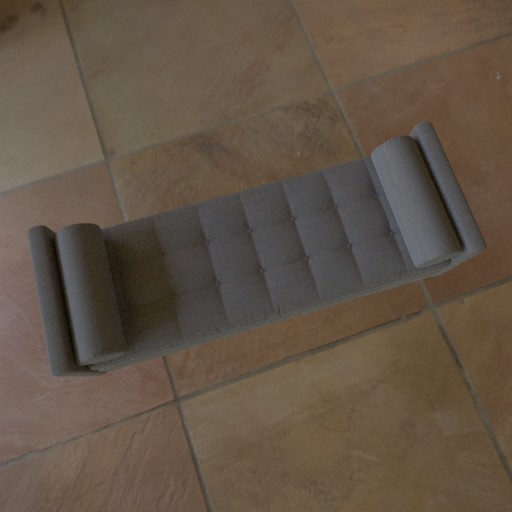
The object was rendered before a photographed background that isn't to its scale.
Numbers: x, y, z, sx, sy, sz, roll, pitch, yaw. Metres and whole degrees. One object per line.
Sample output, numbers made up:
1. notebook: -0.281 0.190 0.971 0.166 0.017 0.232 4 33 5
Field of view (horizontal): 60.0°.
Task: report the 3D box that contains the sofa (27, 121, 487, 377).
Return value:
1. sofa: 0.000 0.000 2.287 1.981 0.635 0.686 -16 75 -4
